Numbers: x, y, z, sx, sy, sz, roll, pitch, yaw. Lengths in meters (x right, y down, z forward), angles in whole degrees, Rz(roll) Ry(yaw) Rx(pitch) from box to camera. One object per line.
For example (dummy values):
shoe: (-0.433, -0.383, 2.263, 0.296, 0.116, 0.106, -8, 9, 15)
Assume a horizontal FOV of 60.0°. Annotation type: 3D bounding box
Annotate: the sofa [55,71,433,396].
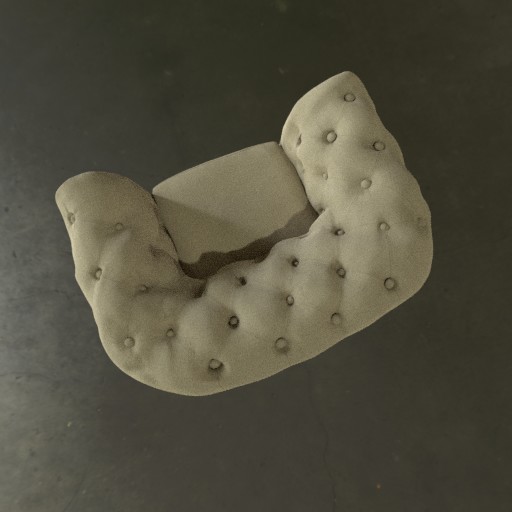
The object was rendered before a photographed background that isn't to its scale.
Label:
sofa: (0.000, 0.000, 2.057, 1.405, 0.878, 1.034, -23, 76, -6)
